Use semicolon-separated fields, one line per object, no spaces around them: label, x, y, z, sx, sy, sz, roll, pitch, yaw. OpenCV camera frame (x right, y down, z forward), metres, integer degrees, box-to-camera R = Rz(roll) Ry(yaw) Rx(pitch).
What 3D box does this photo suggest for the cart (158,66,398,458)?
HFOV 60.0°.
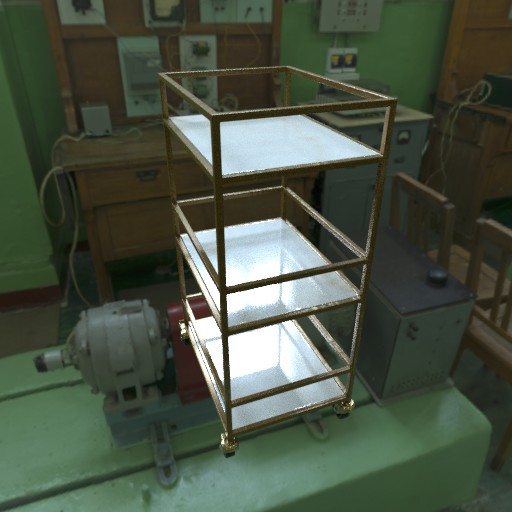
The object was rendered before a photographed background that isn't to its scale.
cart;0.000;0.000;1.028;0.332;0.761;0.483;-11;32;-18
